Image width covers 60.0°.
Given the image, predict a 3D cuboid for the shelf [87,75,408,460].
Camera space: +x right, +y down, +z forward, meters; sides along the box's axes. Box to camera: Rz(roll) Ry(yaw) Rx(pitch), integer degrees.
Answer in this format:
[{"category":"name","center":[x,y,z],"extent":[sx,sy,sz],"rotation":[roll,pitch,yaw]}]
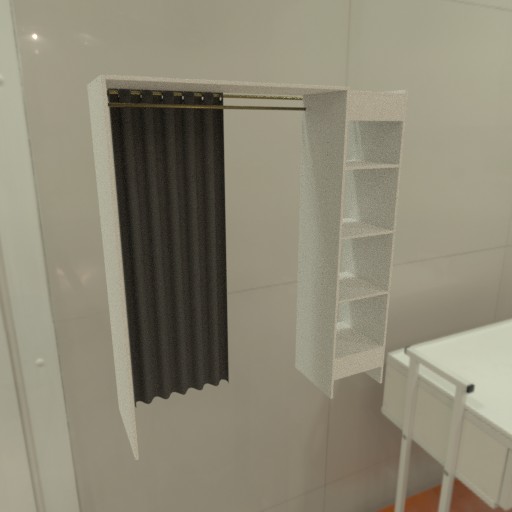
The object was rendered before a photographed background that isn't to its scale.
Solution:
[{"category":"shelf","center":[0.000,0.000,2.537],"extent":[1.600,1.810,0.500],"rotation":[-8,18,-25]}]
